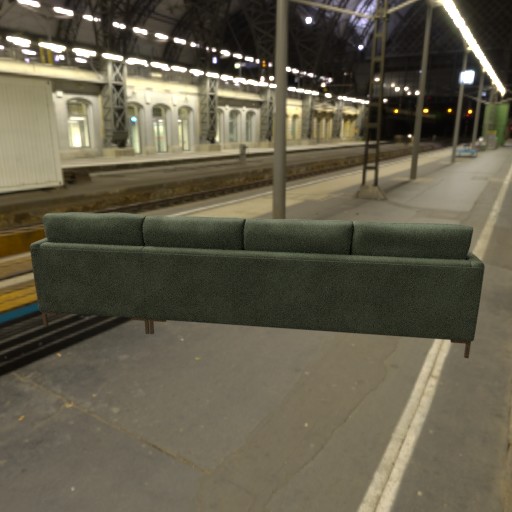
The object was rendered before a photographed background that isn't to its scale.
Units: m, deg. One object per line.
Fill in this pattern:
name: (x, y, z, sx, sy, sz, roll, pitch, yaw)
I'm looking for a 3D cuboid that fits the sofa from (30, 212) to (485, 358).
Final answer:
sofa: (0.000, 0.000, 3.198, 2.725, 0.756, 1.255, 3, 16, 9)
